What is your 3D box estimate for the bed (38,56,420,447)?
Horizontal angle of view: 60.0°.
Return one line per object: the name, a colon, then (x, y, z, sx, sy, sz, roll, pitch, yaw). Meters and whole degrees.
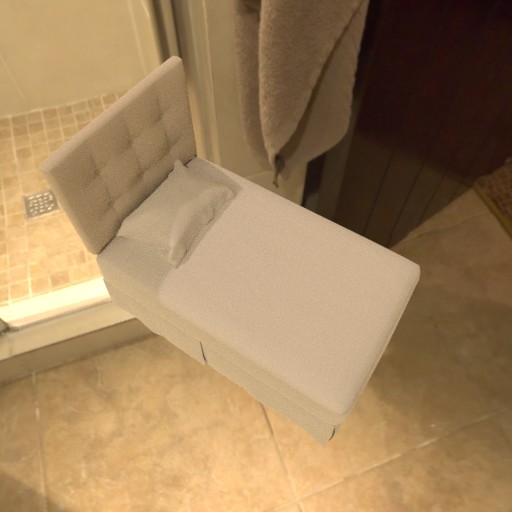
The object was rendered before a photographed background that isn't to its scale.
bed: (0.000, 0.000, 2.913, 1.997, 1.571, 1.261, 29, 62, 17)
